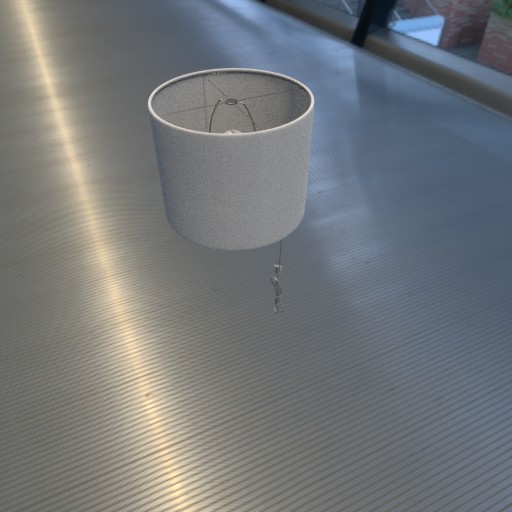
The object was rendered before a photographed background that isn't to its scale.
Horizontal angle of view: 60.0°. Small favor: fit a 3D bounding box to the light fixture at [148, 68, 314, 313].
[{"bbox_3d":[0.000,0.000,1.037,0.253,0.842,0.479,13,43,14],"label":"light fixture"}]
